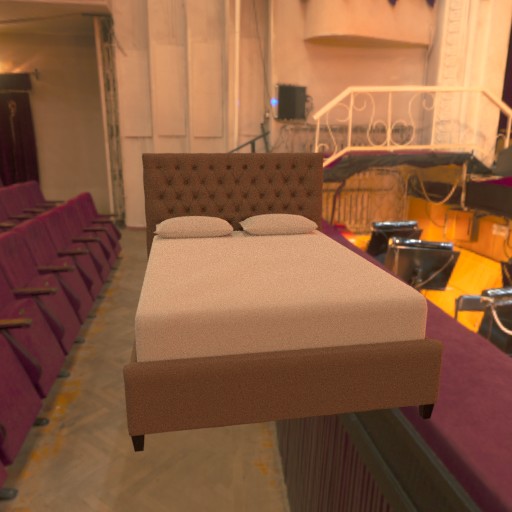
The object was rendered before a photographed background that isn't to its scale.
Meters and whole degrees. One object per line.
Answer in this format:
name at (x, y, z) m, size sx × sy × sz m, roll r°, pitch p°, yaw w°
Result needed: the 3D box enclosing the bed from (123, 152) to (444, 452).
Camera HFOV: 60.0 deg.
bed at (0.000, 0.000, 3.230) m, size 1.696 × 1.426 × 2.233 m, roll -2°, pitch 14°, yaw -10°
